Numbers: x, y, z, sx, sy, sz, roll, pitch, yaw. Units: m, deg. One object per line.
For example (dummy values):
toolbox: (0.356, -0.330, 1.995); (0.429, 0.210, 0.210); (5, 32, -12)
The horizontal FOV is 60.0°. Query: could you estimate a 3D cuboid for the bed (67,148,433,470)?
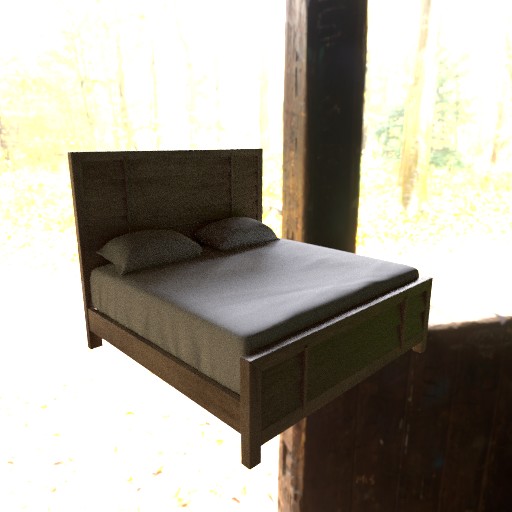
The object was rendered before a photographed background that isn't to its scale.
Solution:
bed: (0.000, 0.000, 3.547); (2.032, 1.626, 2.032); (-14, 20, -42)
